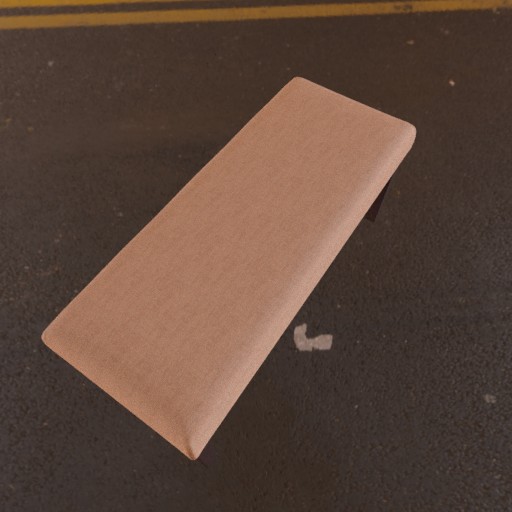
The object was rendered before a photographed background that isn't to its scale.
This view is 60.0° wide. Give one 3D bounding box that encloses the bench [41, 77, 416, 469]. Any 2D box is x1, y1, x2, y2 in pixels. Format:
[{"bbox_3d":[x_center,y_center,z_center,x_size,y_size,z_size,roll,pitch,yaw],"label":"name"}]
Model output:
[{"bbox_3d":[0.000,0.000,1.225,0.407,0.456,1.013,30,63,17],"label":"bench"}]
